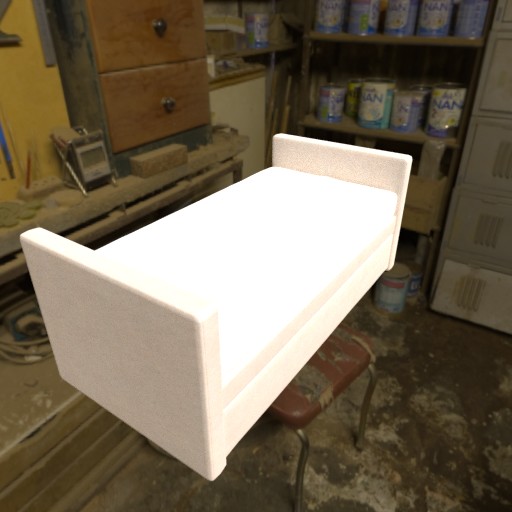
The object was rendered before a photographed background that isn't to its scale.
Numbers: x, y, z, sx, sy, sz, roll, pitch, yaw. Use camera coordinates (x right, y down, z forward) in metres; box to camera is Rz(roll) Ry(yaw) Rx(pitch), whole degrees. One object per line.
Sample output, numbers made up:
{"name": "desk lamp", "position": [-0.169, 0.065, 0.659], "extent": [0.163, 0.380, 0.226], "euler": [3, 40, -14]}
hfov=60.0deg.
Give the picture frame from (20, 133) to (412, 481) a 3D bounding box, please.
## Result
{"name": "picture frame", "position": [0.000, 0.000, 2.675], "extent": [1.069, 0.891, 2.161], "euler": [19, 35, 30]}
